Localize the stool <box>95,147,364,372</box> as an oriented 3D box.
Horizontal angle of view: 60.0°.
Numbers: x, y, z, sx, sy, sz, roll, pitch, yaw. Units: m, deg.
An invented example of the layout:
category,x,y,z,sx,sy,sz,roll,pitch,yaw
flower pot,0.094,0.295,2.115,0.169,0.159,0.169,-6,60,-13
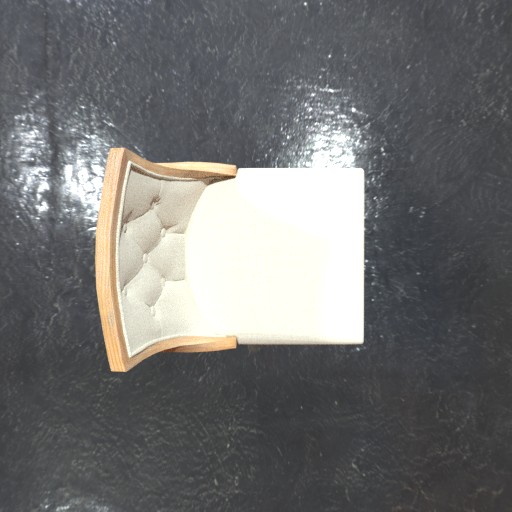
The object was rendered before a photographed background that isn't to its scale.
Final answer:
category,x,y,z,sx,sy,sz,roll,pitch,yaw
stool,0.000,0.000,1.408,0.626,1.101,0.524,0,91,0
